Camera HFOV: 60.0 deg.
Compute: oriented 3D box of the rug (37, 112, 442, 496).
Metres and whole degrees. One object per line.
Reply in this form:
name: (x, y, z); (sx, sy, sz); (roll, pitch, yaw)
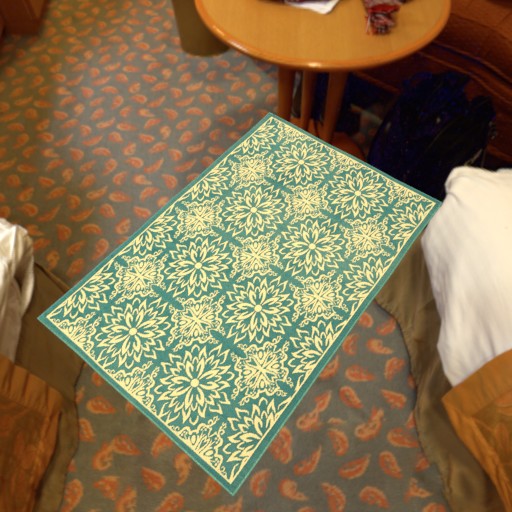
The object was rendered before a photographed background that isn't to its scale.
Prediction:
rug: (0.000, 0.000, 3.459); (1.830, 0.018, 2.769); (34, 64, 19)
